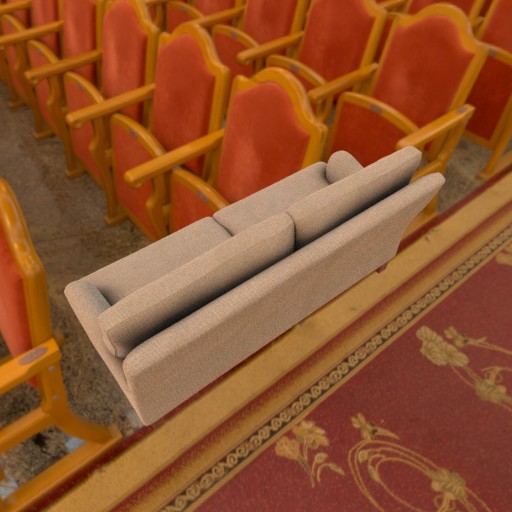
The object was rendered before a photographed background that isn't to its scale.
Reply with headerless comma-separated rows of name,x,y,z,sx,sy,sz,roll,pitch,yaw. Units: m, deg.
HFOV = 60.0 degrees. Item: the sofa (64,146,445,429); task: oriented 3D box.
sofa,0.000,0.000,2.830,2.193,1.096,1.069,-30,53,-25
